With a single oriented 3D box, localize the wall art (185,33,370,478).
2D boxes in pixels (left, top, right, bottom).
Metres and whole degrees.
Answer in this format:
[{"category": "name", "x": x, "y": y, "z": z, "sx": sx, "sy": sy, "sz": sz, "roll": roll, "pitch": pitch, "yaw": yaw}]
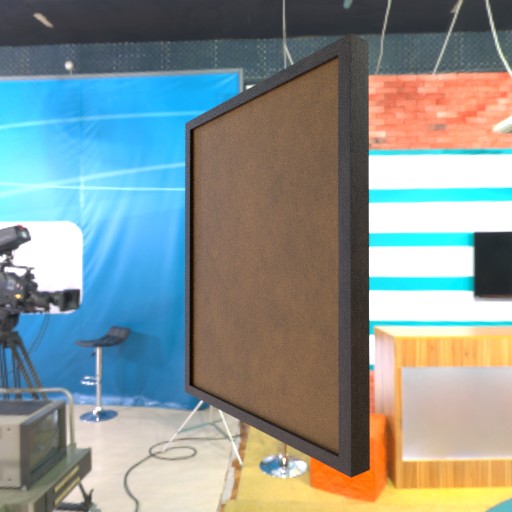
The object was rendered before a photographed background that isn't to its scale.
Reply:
[{"category": "wall art", "x": 0.000, "y": 0.000, "z": 0.545, "sx": 0.027, "sy": 0.406, "sz": 0.329, "roll": 0, "pitch": -1, "yaw": -36}]
